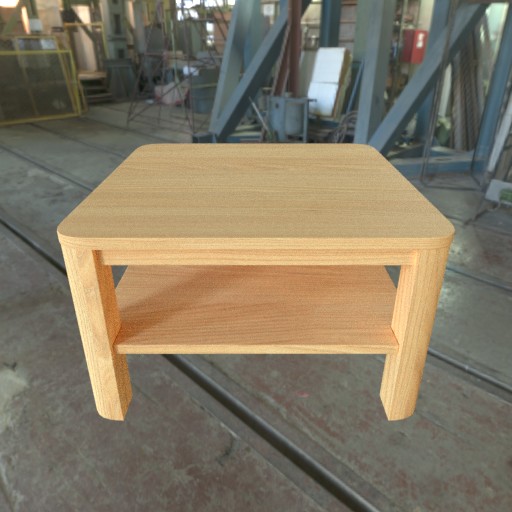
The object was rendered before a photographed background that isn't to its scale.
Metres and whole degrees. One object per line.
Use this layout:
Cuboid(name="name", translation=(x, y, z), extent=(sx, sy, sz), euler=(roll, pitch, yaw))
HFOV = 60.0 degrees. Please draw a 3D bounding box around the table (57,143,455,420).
Cuboid(name="table", translation=(0.000, 0.000, 1.223), extent=(0.750, 0.450, 0.750), euler=(0, 27, 0))
